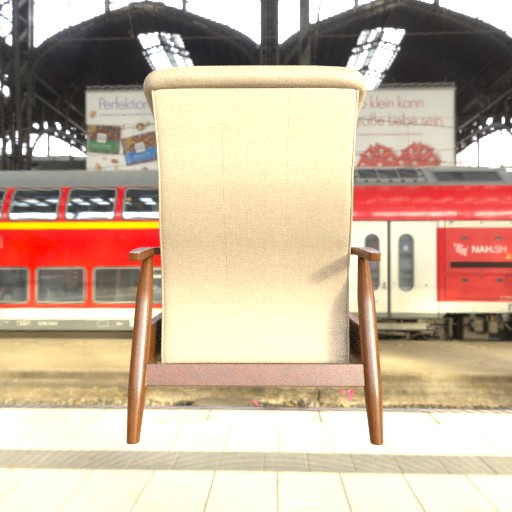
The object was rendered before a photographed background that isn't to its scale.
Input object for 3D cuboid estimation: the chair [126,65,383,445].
[{"bbox_3d":[0.000,0.000,1.743,0.762,1.082,1.030,0,-1,0],"label":"chair"}]
